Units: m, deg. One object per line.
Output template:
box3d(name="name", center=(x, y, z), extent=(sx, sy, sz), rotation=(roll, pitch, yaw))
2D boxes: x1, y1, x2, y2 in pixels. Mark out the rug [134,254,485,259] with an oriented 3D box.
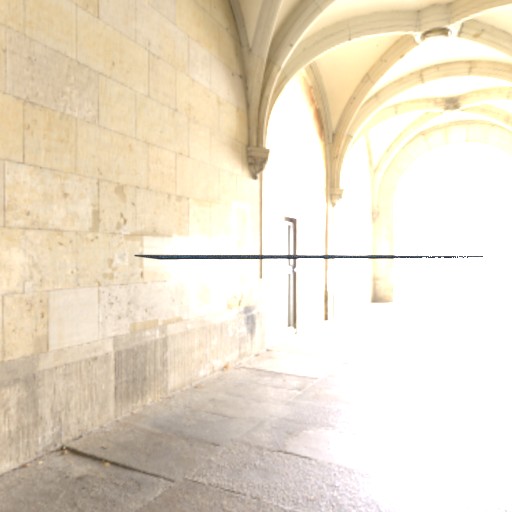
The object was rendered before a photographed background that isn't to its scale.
box3d(name="rug", center=(0.000, 0.000, 3.040), extent=(1.526, 0.015, 2.441), rotation=(0, 0, -17))
